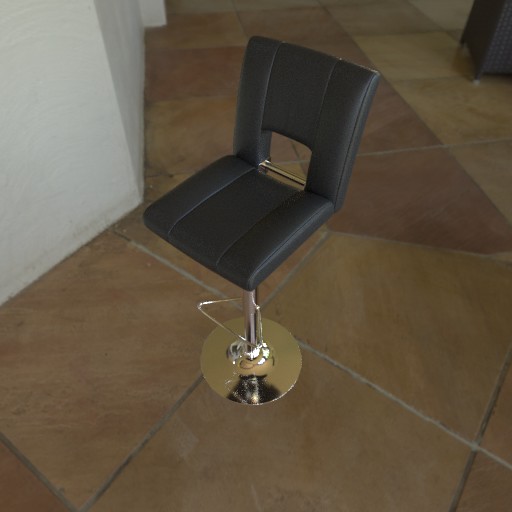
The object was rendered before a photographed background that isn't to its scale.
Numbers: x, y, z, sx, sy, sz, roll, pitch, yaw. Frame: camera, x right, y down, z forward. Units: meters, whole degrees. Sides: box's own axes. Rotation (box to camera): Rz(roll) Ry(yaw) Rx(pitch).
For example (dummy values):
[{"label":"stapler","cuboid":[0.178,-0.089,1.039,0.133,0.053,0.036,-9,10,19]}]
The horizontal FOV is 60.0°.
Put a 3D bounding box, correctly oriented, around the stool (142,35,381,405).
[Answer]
[{"label":"stool","cuboid":[0.000,0.000,1.422,0.415,1.151,0.520,30,53,26]}]
